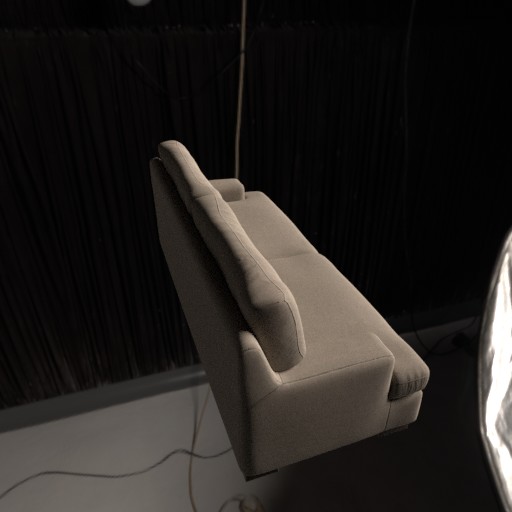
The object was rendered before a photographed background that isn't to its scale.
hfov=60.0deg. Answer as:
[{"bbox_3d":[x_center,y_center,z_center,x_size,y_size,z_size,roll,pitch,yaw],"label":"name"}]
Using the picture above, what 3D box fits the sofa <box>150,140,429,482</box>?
[{"bbox_3d":[0.000,0.000,2.839,0.962,0.980,2.354,-10,32,-17],"label":"sofa"}]
